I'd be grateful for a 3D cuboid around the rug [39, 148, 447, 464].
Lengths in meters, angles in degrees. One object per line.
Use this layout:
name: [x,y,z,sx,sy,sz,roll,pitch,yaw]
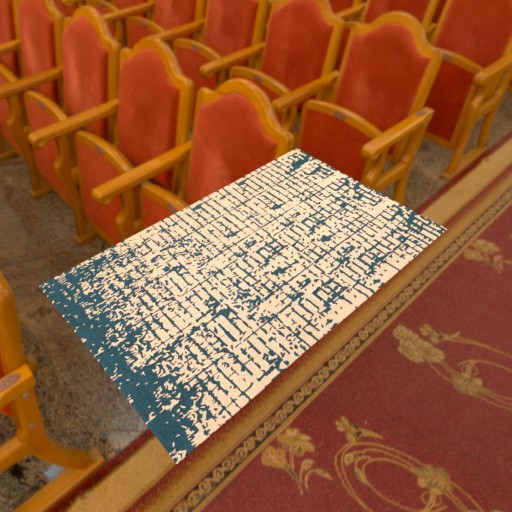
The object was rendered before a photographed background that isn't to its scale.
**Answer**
rug: [0.000,0.000,3.067,2.435,0.011,1.517,-34,54,-29]
